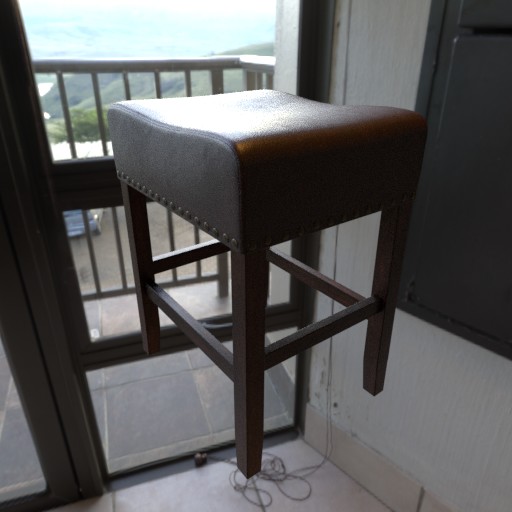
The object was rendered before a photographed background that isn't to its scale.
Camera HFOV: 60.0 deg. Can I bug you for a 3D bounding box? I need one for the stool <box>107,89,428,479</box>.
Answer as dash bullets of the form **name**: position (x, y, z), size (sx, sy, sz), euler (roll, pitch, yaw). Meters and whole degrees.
- **stool**: position (0.000, 0.000, 0.932), size (0.397, 0.608, 0.465), euler (-18, 32, -32)
